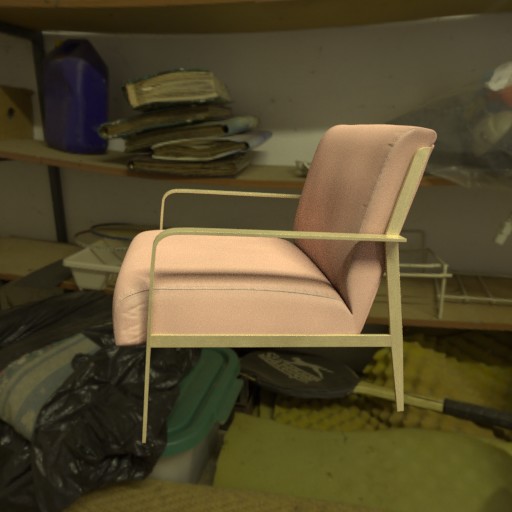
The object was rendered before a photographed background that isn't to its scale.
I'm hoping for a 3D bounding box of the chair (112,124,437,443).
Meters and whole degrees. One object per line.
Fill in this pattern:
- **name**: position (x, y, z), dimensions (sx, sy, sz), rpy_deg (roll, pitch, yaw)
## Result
- **chair**: position (0.000, 0.000, 1.447), dimensions (0.848, 0.823, 0.701), rpy_deg (-3, 17, -9)
